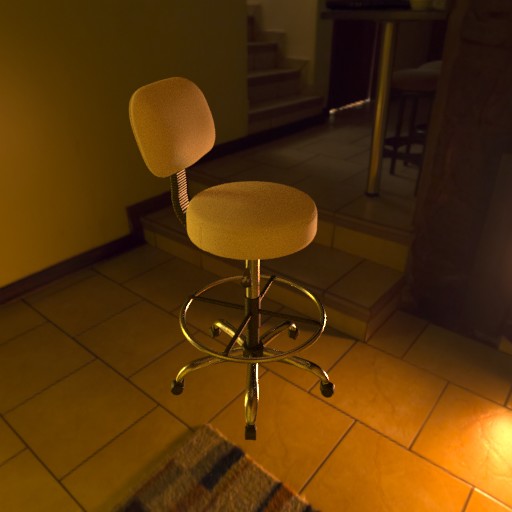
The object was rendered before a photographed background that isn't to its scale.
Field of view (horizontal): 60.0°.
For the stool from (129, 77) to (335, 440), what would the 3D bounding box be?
[{"bbox_3d":[0.000,0.000,1.483,0.616,1.080,0.609,10,30,17],"label":"stool"}]
